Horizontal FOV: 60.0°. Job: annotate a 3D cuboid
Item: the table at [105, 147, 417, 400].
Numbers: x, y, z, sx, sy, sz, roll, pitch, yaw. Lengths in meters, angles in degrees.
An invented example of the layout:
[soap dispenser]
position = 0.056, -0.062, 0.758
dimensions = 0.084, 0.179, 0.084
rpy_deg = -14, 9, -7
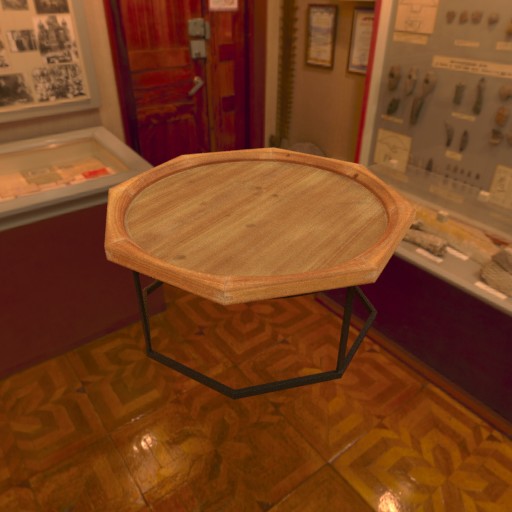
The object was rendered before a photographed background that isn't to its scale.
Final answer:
[table]
position = 0.000, 0.000, 1.546
dimensions = 1.002, 0.444, 1.002
rpy_deg = 0, 32, 0
